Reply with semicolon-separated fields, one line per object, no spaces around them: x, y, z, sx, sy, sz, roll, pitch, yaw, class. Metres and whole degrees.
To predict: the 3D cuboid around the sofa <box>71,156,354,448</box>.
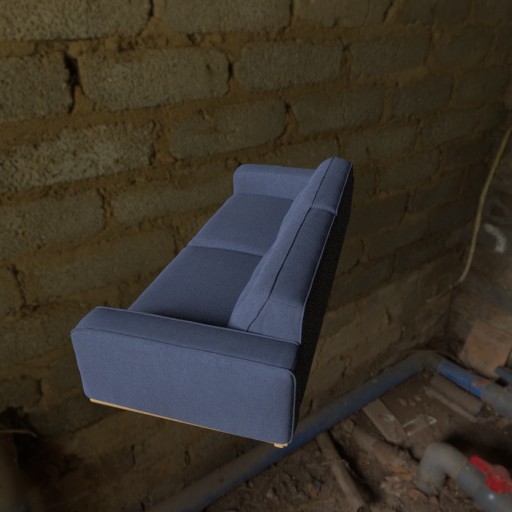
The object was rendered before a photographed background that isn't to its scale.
0.000;0.000;2.705;0.953;0.782;2.270;8;30;14;sofa
